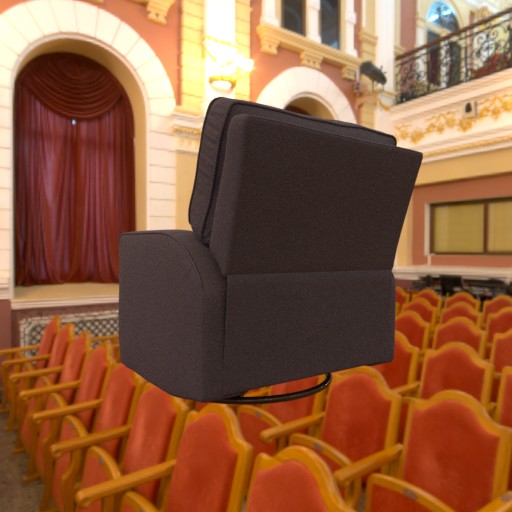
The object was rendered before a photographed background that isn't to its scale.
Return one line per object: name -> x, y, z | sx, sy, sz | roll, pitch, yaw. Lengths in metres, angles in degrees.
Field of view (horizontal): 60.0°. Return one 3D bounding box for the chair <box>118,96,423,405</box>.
chair -> 0.000, 0.000, 1.706 | 0.861, 0.962, 0.964 | 0, 0, -35
